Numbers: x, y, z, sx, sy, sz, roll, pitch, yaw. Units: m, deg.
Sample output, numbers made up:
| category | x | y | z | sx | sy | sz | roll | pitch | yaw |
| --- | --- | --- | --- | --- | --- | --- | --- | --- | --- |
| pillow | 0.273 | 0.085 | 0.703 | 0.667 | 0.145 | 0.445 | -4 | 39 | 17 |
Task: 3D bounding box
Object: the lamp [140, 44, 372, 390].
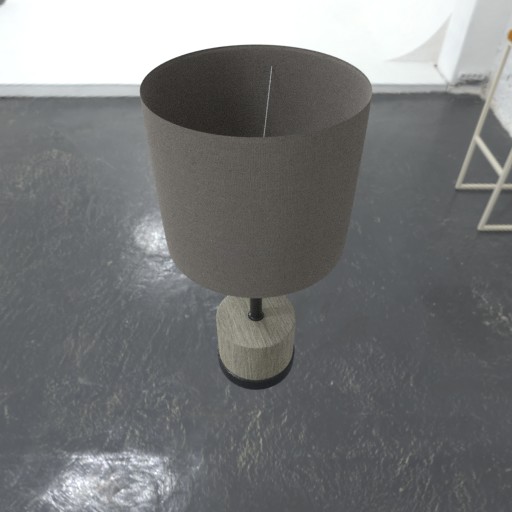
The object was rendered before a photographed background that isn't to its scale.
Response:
| category | x | y | z | sx | sy | sz | roll | pitch | yaw |
| --- | --- | --- | --- | --- | --- | --- | --- | --- | --- |
| lamp | 0.000 | 0.000 | 0.599 | 0.229 | 0.470 | 0.229 | -14 | 45 | -15 |
